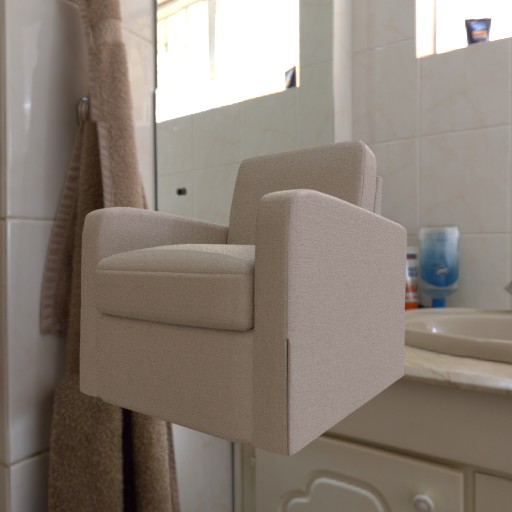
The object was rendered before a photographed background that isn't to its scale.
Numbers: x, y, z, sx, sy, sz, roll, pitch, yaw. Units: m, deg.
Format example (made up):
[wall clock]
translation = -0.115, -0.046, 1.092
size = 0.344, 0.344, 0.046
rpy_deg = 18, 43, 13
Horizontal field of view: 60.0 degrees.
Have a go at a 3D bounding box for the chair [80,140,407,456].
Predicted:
[chair]
translation = 0.000, 0.000, 1.460
size = 0.755, 0.827, 0.888
rpy_deg = 0, 0, 36
